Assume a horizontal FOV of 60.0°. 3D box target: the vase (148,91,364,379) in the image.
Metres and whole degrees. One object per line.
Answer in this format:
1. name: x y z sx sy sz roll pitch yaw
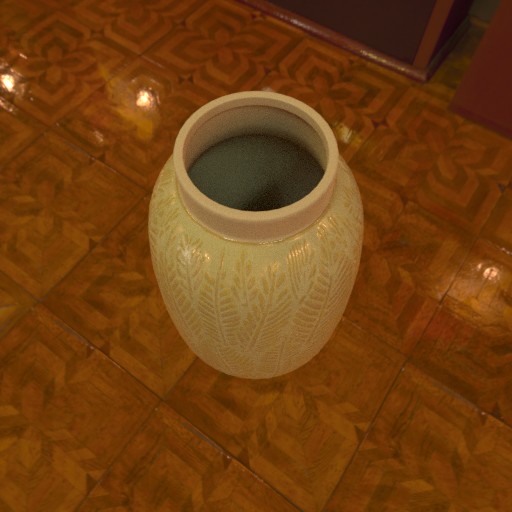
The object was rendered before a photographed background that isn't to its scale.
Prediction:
1. vase: 0.000 0.000 0.377 0.172 0.270 0.172 0 63 0
